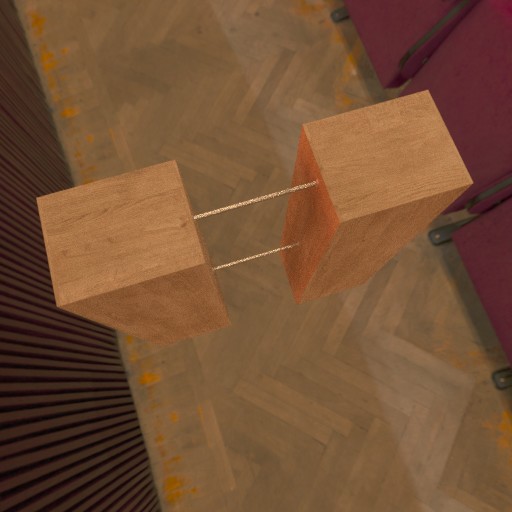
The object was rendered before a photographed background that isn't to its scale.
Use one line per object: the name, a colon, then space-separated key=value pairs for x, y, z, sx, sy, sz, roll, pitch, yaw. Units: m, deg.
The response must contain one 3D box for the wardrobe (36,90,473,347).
wardrobe: x=0.000 y=0.000 z=2.820 sx=1.770 sy=2.000 sz=0.480 roll=-17 pitch=75 yaw=-5
